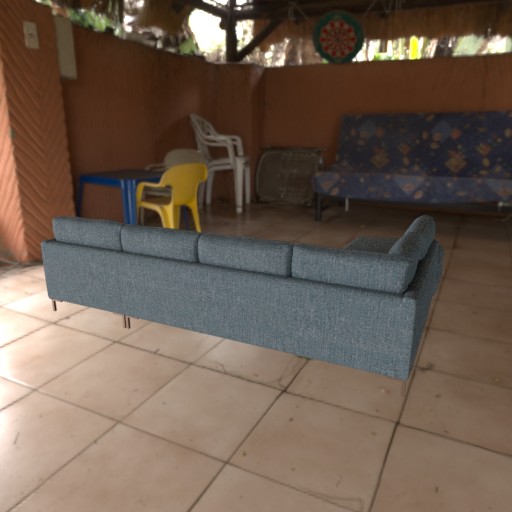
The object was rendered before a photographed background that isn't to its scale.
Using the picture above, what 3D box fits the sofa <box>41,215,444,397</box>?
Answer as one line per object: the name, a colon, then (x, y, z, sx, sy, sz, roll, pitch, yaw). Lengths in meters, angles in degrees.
sofa: (0.000, 0.000, 3.601, 2.737, 0.753, 1.879, 8, 18, 25)
